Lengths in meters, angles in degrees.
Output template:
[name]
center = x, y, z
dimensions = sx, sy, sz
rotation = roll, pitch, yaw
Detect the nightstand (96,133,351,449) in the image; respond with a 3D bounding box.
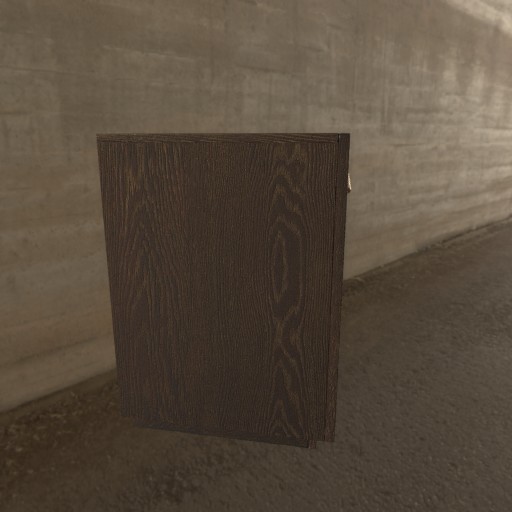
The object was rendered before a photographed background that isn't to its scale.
[nightstand]
center = 0.000, 0.000, 1.166
dimensions = 0.457, 0.612, 0.775
rotation = 3, 15, 11
